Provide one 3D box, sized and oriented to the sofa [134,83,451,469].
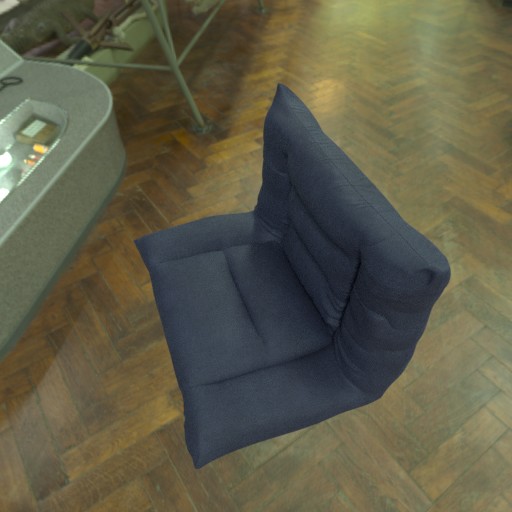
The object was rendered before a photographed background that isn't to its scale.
[{"bbox_3d":[0.000,0.000,1.674,0.849,0.778,1.122,-15,47,-14],"label":"sofa"}]
